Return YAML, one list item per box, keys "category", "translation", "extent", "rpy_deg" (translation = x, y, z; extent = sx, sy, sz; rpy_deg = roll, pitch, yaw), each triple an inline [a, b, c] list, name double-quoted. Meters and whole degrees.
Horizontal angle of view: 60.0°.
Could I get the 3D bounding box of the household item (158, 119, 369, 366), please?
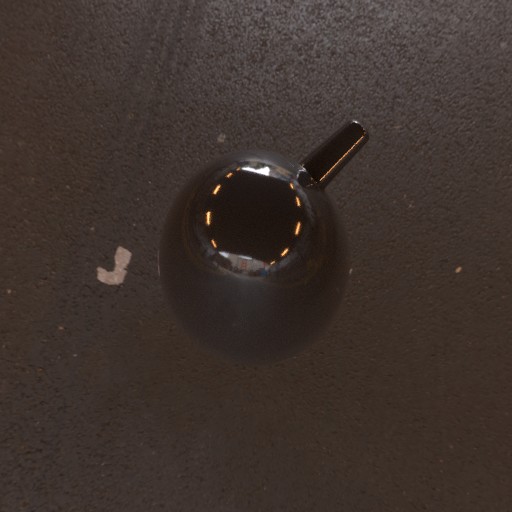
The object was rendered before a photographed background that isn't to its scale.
- category: "household item"
  translation: [0.000, 0.000, 0.216]
  extent: [0.104, 0.152, 0.102]
  rpy_deg: [-39, 79, -9]
